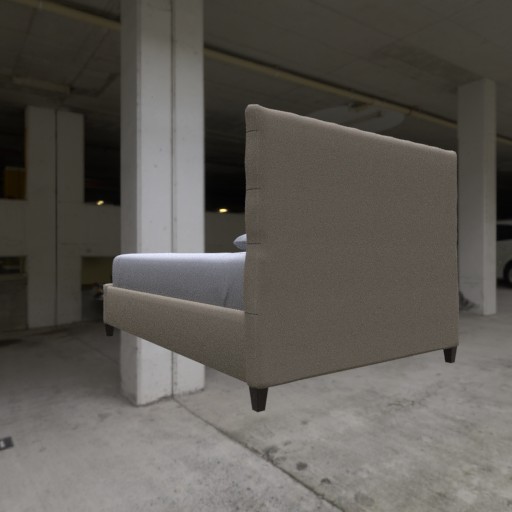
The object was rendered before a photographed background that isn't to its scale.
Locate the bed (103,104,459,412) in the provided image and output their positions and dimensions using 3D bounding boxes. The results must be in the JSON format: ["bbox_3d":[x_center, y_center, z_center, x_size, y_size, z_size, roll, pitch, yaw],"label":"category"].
[{"bbox_3d":[0.000,0.000,3.463,1.698,1.427,2.387,0,0,-35],"label":"bed"}]
